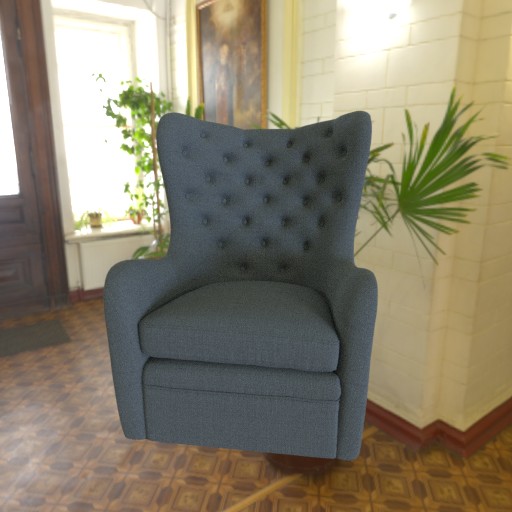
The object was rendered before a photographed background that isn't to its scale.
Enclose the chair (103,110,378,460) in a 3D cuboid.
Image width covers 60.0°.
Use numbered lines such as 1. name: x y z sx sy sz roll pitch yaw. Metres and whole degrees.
1. chair: 0.000 0.000 1.682 0.831 1.079 0.930 2 14 8
